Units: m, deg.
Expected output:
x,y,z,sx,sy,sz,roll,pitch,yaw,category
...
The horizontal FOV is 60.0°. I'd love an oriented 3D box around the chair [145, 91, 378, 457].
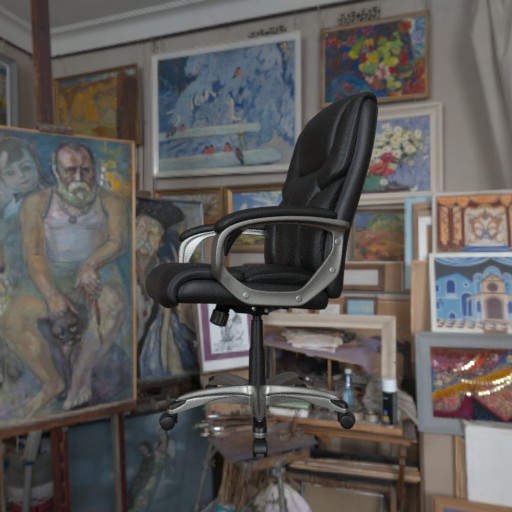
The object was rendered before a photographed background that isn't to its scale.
x,y,z,sx,sy,sz,roll,pitch,yaw,category
0.000,0.000,1.587,0.739,1.155,0.663,0,-1,-19,chair
